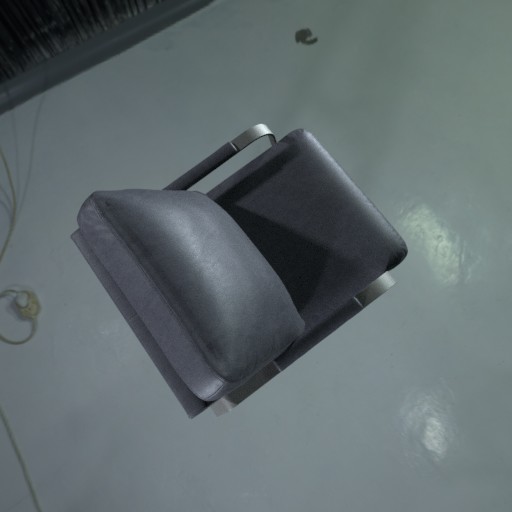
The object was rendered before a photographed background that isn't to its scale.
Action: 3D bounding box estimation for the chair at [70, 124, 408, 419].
[{"bbox_3d":[0.000,0.000,1.478,0.878,0.839,0.692,-35,78,-9],"label":"chair"}]
